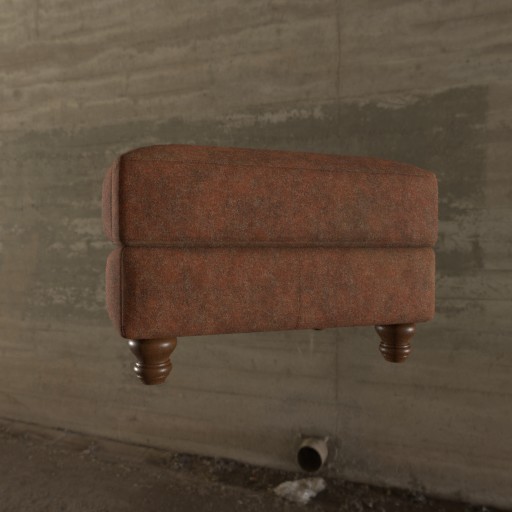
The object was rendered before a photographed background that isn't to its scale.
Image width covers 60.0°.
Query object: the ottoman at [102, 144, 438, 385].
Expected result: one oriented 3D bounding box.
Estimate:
[{"bbox_3d":[0.000,0.000,1.204,0.787,0.508,0.635,0,1,-17],"label":"ottoman"}]
